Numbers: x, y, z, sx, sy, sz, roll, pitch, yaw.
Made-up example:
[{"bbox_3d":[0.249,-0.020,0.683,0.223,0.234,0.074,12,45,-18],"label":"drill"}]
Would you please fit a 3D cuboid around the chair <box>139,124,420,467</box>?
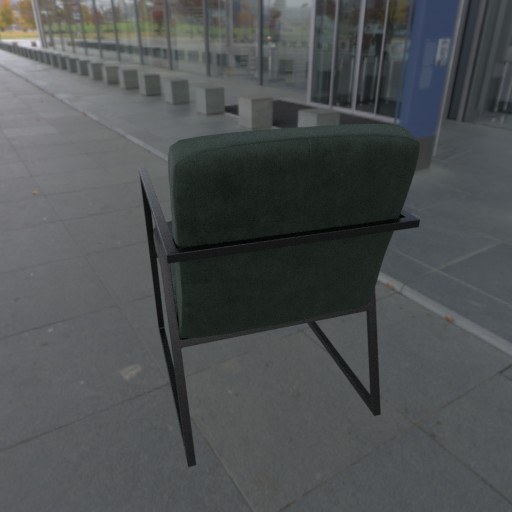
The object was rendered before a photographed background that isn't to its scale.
[{"bbox_3d":[0.000,0.000,1.292,0.571,0.833,0.677,-8,28,-16],"label":"chair"}]
